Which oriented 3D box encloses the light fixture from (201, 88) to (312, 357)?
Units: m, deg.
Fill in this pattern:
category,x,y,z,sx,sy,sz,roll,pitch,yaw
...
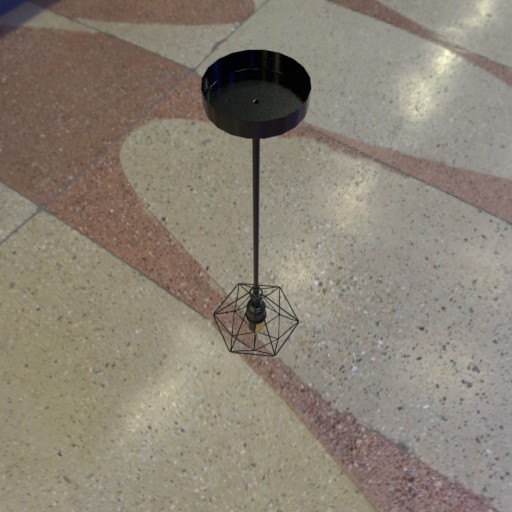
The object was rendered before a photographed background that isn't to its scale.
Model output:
category,x,y,z,sx,sy,sz,roll,pitch,yaw
light fixture,0.000,0.000,1.931,0.431,1.764,0.487,31,64,17
